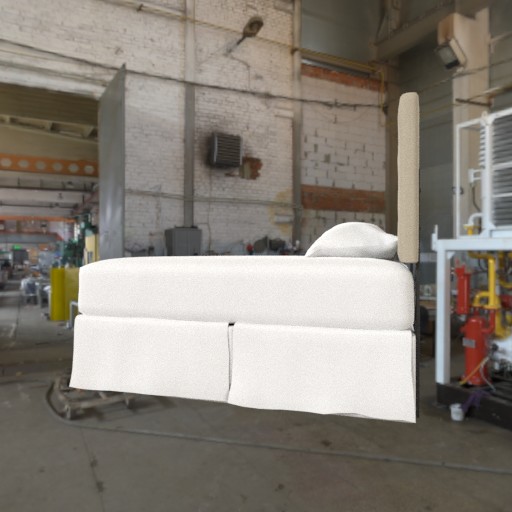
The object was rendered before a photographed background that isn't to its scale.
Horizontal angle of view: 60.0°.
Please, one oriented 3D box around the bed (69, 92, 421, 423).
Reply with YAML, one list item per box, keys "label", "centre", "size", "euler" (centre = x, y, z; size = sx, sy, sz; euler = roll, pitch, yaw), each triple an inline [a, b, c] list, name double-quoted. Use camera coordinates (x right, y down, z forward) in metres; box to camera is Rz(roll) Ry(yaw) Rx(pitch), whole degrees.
- label: "bed"
  centre: [0.000, 0.000, 2.928]
  size: [1.997, 1.571, 1.261]
  euler: [0, 0, 18]
